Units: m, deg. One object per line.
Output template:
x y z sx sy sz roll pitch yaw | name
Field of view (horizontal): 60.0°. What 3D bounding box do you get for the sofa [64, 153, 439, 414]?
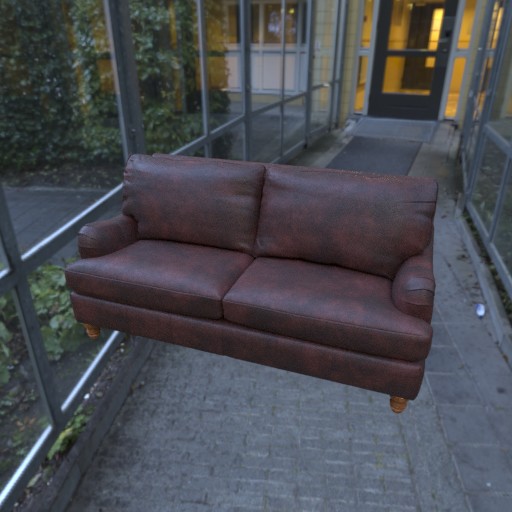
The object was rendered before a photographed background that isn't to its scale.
0.000 0.000 2.828 2.144 1.071 1.147 9 28 17 | sofa
